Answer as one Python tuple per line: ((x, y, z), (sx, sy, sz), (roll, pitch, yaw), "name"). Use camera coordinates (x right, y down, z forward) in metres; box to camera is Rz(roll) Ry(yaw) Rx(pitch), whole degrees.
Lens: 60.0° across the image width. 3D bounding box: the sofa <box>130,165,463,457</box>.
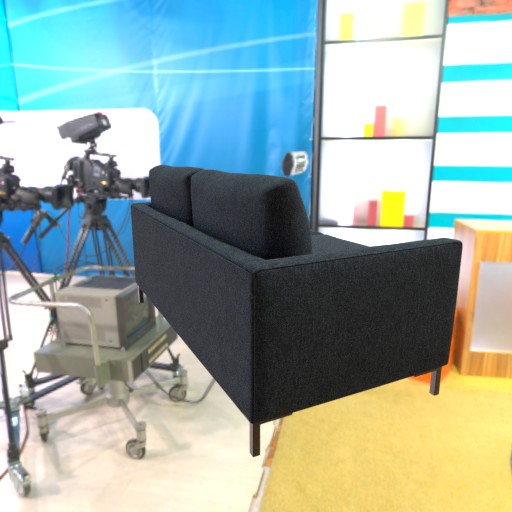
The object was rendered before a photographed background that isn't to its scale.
((0.000, 0.000, 2.184), (0.866, 0.862, 1.716), (-7, 15, -26), "sofa")
